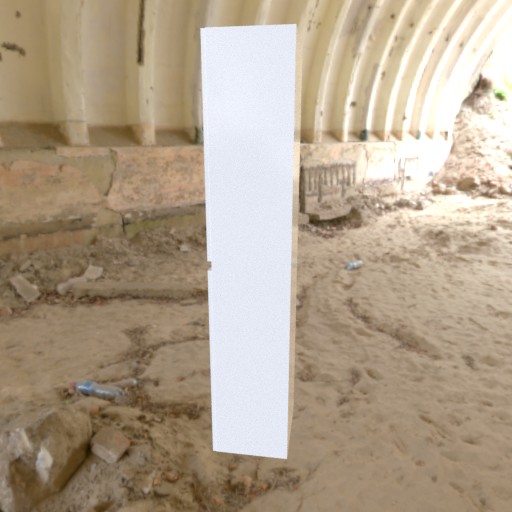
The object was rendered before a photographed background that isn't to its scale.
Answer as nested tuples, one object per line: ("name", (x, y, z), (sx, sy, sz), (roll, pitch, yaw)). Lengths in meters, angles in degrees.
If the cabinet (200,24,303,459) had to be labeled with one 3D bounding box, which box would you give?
("cabinet", (0.000, 0.000, 1.553), (0.270, 1.400, 0.300), (2, 15, 9))
